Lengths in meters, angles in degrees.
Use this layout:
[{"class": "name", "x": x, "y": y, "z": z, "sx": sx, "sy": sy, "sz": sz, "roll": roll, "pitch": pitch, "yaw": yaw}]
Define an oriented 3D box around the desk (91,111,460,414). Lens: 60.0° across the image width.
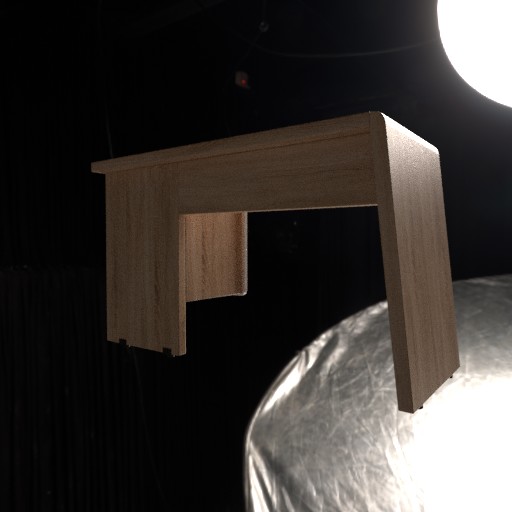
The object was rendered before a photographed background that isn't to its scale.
[{"class": "desk", "x": 0.000, "y": 0.000, "z": 1.631, "sx": 1.300, "sy": 0.750, "sz": 0.500, "roll": 1, "pitch": 2, "yaw": 36}]
